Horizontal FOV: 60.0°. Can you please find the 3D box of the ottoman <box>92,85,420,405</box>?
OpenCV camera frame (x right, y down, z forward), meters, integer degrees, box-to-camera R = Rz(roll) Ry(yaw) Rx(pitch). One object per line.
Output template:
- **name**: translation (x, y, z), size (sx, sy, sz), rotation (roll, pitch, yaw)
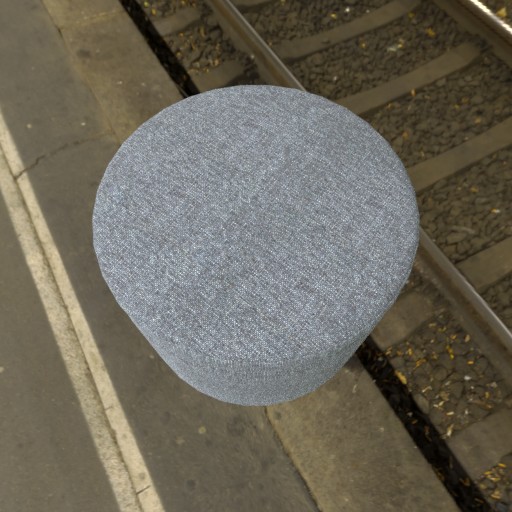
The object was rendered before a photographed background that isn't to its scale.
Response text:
- **ottoman**: translation (0.000, 0.000, 0.845), size (0.500, 0.419, 0.500), rotation (0, 64, 0)
